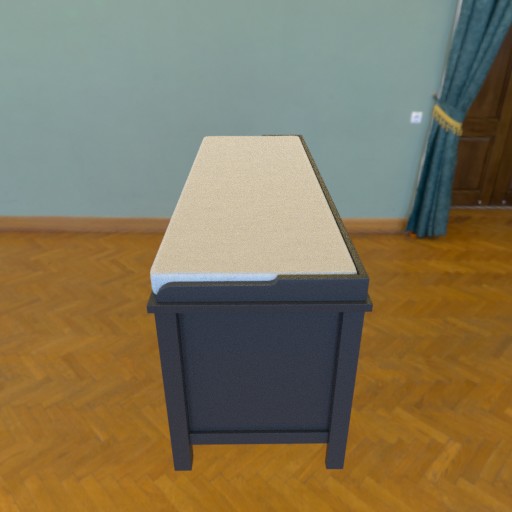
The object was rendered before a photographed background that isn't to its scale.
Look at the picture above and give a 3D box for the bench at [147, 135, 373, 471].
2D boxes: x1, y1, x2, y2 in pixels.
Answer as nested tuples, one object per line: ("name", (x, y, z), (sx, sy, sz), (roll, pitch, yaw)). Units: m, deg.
("bench", (0.000, 0.000, 1.376), (0.398, 0.501, 1.140), (0, 28, -1))
